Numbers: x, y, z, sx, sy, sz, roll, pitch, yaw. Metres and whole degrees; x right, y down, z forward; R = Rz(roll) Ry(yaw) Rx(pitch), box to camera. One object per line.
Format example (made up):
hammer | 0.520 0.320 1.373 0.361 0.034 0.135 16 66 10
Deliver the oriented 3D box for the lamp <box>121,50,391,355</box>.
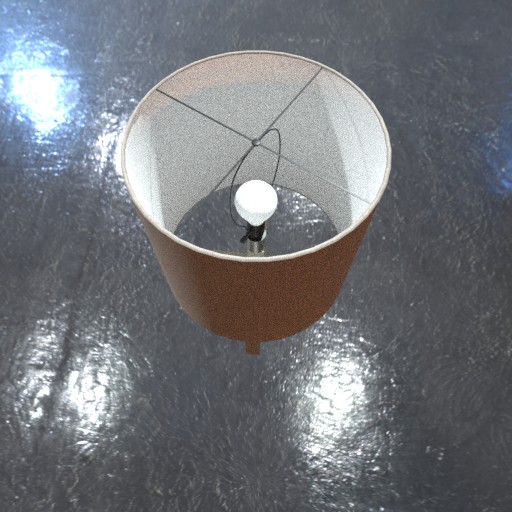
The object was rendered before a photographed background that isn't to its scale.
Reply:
lamp | 0.000 0.000 0.566 0.229 0.428 0.229 4 63 2
